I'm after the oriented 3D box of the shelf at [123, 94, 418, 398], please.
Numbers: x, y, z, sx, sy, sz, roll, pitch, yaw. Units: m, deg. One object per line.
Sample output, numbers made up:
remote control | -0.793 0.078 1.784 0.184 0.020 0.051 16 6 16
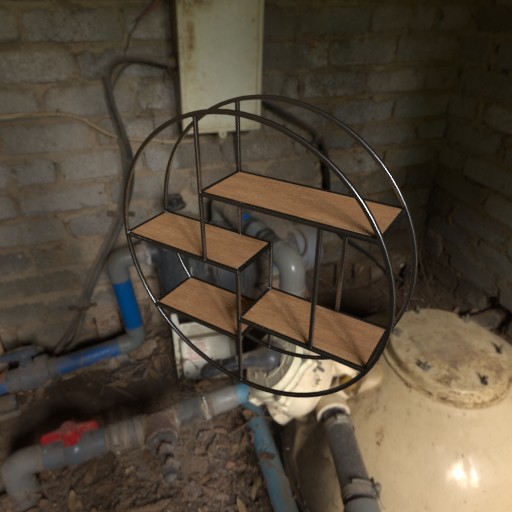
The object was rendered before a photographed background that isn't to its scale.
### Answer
shelf | 0.000 0.000 1.326 0.888 0.888 0.202 18 36 27
